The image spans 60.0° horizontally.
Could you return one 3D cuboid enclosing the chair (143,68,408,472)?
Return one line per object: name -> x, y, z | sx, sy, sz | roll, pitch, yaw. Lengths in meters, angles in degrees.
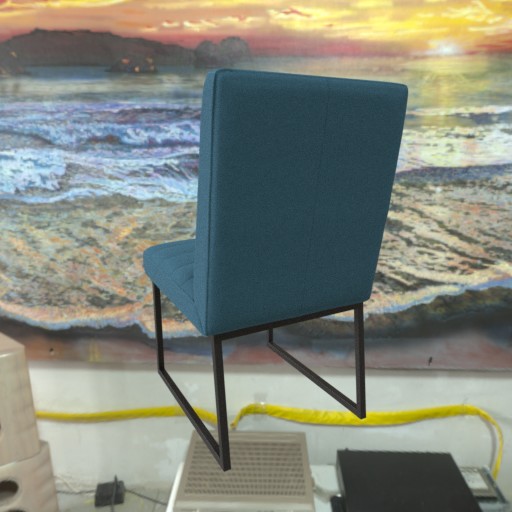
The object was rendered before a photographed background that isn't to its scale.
chair -> 0.000, 0.000, 1.303 | 0.520, 0.930, 0.634 | -8, 16, -28
